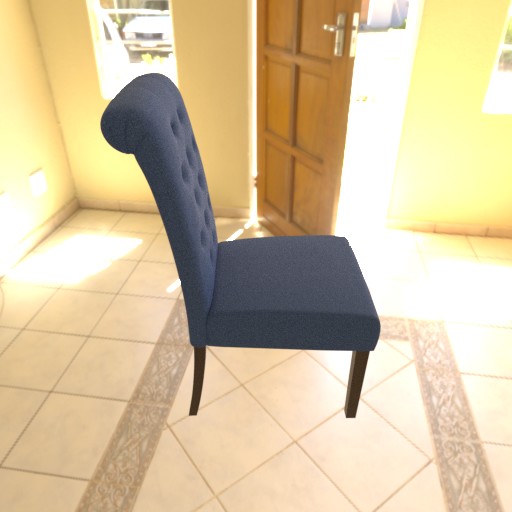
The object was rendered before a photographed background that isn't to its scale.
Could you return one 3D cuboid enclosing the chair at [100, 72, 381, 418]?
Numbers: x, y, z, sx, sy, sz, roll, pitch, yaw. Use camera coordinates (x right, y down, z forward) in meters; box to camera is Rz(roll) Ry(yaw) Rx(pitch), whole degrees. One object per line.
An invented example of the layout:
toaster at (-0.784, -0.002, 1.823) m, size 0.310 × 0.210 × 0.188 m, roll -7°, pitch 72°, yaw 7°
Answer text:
chair at (0.000, 0.000, 1.340) m, size 0.671 × 1.006 × 0.456 m, roll -1°, pitch 32°, yaw -1°
